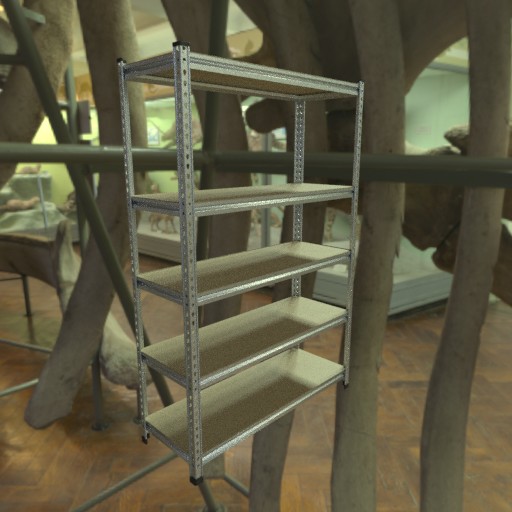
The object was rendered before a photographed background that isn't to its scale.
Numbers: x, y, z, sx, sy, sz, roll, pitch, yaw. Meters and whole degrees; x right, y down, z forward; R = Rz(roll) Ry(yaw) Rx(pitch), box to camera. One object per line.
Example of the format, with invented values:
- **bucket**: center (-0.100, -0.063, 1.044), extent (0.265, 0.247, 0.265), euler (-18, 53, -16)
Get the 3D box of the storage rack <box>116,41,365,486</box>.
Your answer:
- **storage rack**: center (0.000, 0.000, 2.337), extent (0.457, 1.829, 1.219), euler (13, 18, 43)
